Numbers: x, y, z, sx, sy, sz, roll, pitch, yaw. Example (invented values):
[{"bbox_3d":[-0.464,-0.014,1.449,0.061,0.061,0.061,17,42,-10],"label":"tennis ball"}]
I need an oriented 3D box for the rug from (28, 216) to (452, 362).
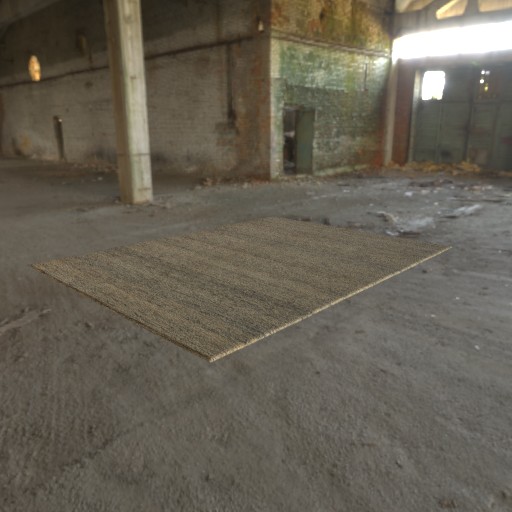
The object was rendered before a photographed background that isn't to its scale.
[{"bbox_3d":[0.000,0.000,4.159,2.414,0.036,3.199,15,21,42],"label":"rug"}]
